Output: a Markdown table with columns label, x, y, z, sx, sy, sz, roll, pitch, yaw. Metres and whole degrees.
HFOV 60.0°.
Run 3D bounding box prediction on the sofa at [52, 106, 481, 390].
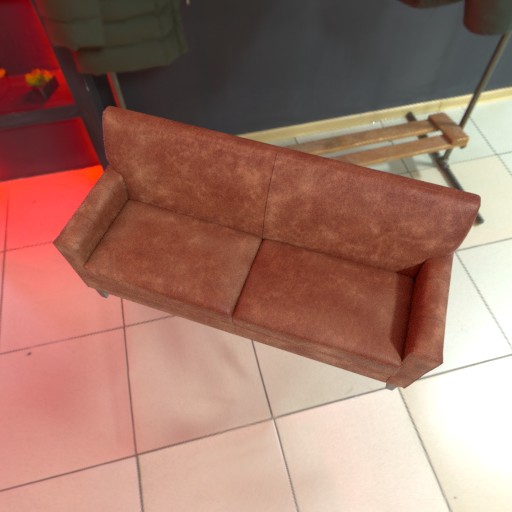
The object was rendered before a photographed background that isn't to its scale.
| label | x | y | z | sx | sy | sz | roll | pitch | yaw |
| --- | --- | --- | --- | --- | --- | --- | --- | --- | --- |
| sofa | 0.000 | 0.000 | 2.500 | 2.053 | 0.947 | 0.805 | 16 | 60 | 10 |
